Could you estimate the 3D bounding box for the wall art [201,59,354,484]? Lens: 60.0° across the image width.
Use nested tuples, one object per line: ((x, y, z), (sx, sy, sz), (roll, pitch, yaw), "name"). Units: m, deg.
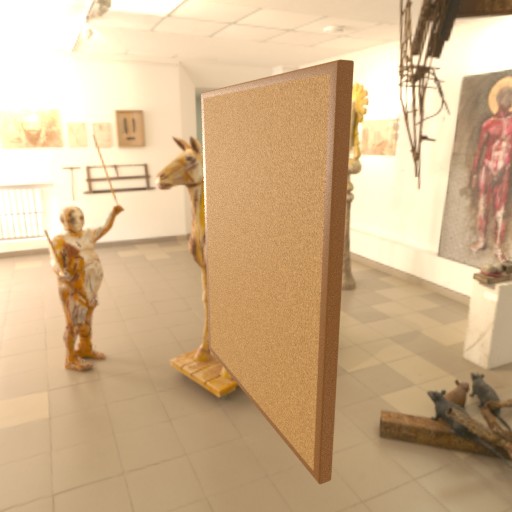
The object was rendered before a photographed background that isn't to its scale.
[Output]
((0.000, 0.000, 0.513), (0.015, 0.379, 0.310), (-7, 17, -25), "wall art")
